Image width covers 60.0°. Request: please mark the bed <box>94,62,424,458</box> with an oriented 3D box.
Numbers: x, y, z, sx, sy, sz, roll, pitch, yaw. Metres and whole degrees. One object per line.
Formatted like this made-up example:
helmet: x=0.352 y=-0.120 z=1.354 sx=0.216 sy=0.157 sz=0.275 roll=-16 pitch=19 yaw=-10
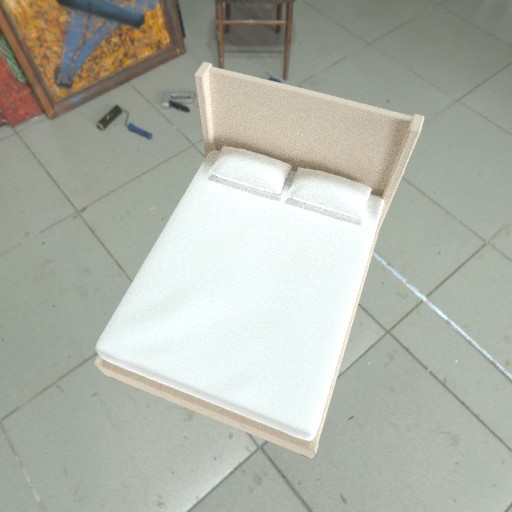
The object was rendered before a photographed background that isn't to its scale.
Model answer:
bed: x=0.000 y=0.000 z=3.476 sx=1.778 sy=1.471 sz=2.293 roll=18 pitch=61 yaw=11
